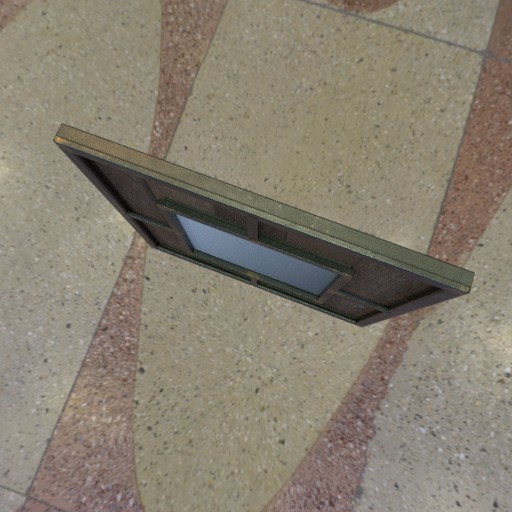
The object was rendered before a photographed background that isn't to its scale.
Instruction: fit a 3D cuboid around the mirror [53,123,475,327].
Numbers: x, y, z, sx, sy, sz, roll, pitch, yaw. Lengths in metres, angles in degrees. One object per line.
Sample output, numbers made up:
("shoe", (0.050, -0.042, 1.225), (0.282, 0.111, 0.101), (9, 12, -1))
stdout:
("mirror", (0.000, 0.000, 0.565), (0.382, 0.381, 0.020), (21, 78, 5))
